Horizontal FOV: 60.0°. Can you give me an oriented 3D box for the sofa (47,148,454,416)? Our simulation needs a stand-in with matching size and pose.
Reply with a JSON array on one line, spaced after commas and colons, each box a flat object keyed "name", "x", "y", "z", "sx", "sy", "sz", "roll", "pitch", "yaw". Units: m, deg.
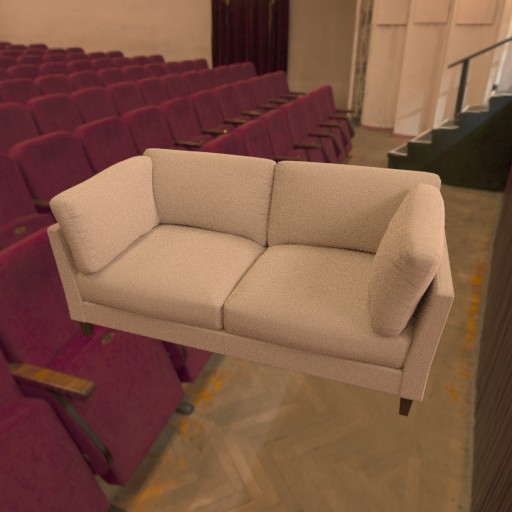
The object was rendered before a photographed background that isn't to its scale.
[{"name": "sofa", "x": 0.000, "y": 0.000, "z": 2.264, "sx": 1.776, "sy": 0.836, "sz": 0.970, "roll": 9, "pitch": 28, "yaw": 17}]
